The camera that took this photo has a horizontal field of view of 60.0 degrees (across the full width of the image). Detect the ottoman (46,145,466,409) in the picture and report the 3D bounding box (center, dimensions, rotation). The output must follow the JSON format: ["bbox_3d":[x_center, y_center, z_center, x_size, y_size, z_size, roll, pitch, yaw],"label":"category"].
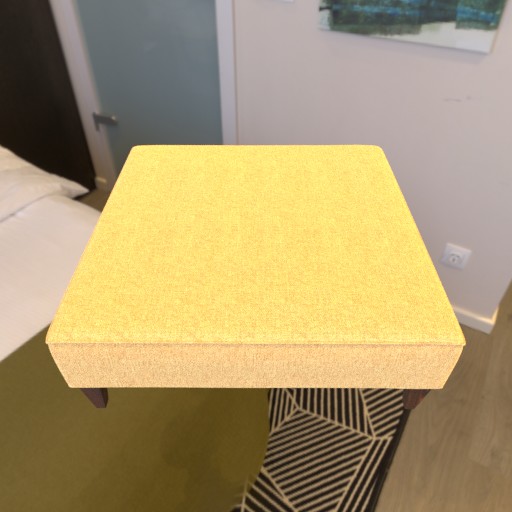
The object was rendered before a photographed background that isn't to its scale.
[{"bbox_3d":[0.000,0.000,1.471,0.981,0.378,0.970,0,41,0],"label":"ottoman"}]
